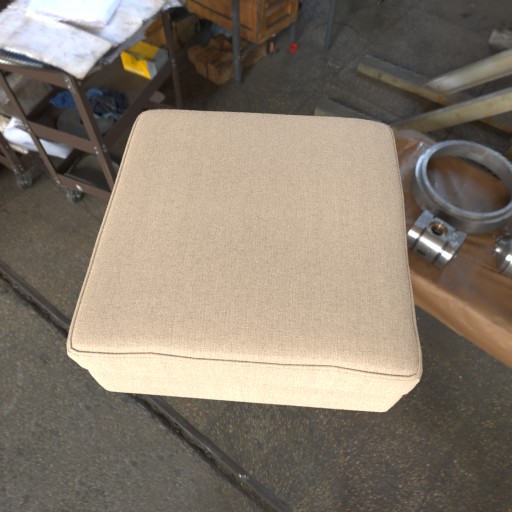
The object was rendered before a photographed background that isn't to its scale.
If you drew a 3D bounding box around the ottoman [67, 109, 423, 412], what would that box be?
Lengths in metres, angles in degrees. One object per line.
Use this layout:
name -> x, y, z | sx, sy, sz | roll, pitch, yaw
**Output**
ottoman -> 0.000, 0.000, 1.368 | 0.838, 0.503, 0.838 | 4, 58, 2
